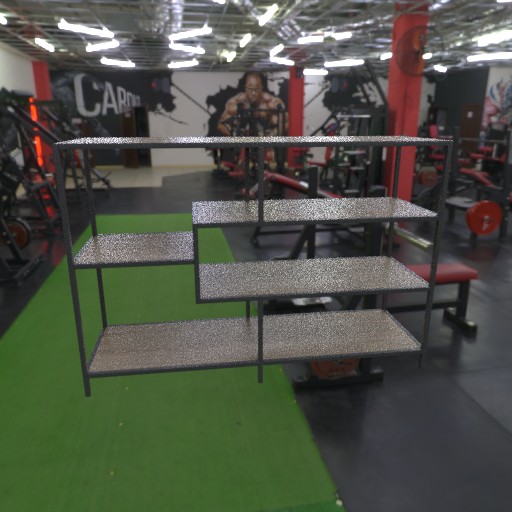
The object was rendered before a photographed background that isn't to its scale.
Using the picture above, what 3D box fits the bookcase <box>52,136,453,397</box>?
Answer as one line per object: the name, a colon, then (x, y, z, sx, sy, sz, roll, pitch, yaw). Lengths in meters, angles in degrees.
bookcase: (0.000, 0.000, 1.527, 1.140, 0.780, 0.350, -2, 18, -8)
